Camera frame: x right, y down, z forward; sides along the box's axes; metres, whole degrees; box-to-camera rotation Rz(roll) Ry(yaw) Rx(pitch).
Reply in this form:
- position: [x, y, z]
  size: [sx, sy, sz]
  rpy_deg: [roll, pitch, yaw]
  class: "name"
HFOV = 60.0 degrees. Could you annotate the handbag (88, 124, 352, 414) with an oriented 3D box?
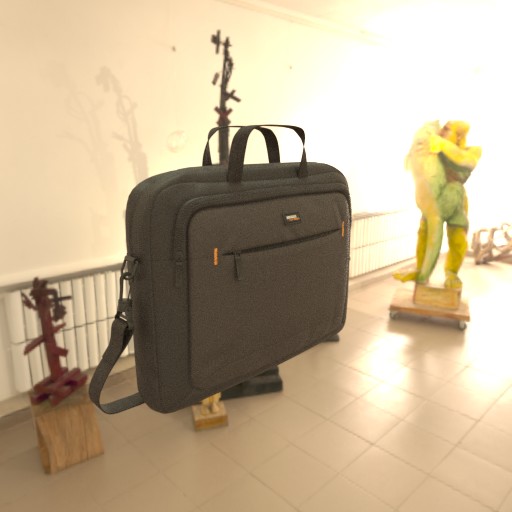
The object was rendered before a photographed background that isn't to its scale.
- position: [0.000, 0.000, 0.430]
  size: [0.320, 0.244, 0.089]
  rpy_deg: [-13, 20, -42]
  class: "handbag"
